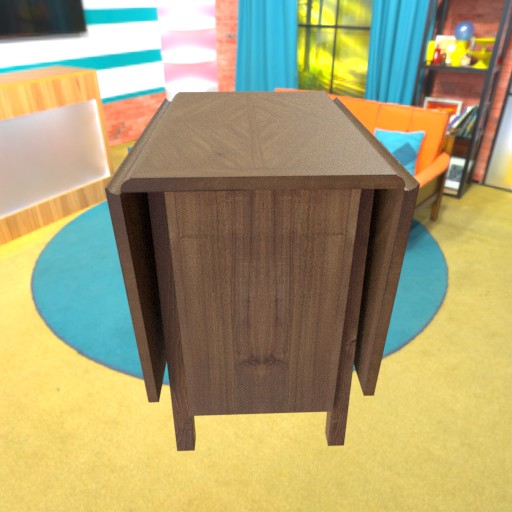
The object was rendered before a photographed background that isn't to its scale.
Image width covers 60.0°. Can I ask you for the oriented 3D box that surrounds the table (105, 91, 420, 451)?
[{"bbox_3d":[0.000,0.000,1.638,0.701,0.981,0.967,-1,31,-2],"label":"table"}]
